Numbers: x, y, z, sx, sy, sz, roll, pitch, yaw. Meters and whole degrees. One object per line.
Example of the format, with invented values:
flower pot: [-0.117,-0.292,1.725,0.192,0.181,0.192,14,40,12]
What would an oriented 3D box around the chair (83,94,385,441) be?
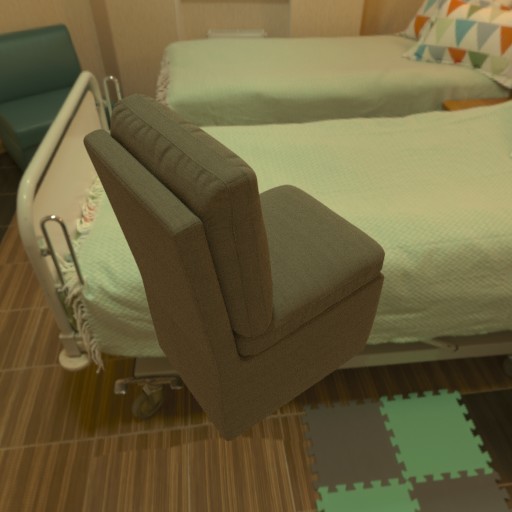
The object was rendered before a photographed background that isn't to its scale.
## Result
chair: [0.000,0.000,1.327,0.698,0.927,0.503,-26,47,-26]
